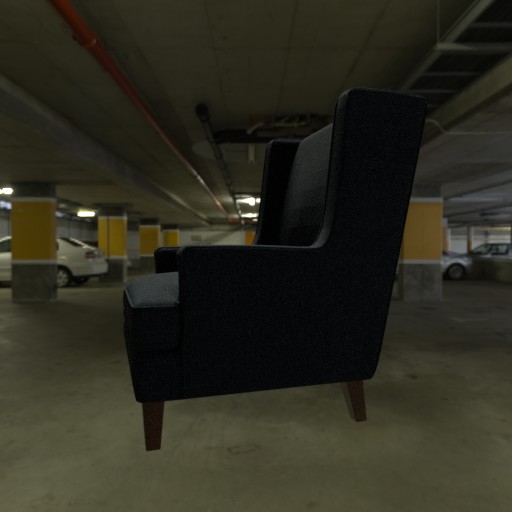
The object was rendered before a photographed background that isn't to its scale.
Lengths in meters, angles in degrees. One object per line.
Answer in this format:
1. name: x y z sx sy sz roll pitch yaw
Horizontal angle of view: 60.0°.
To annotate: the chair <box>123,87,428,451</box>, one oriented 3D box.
1. chair: 0.000 0.000 1.676 0.947 1.072 0.764 0 1 -18
